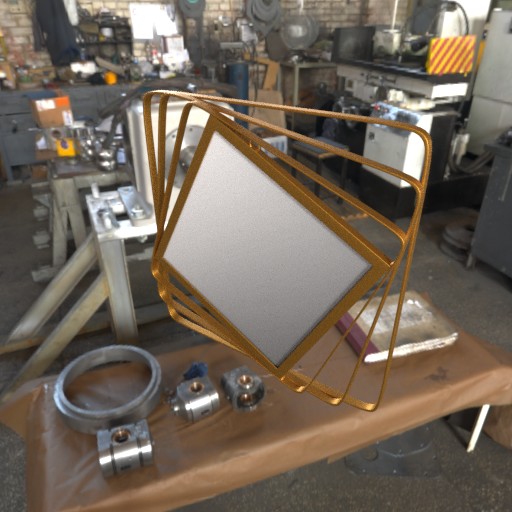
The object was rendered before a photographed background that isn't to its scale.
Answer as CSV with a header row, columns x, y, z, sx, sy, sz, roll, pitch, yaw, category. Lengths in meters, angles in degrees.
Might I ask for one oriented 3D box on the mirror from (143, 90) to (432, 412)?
x,y,z,sx,sy,sz,roll,pitch,yaw,category
0.000,0.000,0.709,0.470,0.468,0.045,19,35,29,mirror
